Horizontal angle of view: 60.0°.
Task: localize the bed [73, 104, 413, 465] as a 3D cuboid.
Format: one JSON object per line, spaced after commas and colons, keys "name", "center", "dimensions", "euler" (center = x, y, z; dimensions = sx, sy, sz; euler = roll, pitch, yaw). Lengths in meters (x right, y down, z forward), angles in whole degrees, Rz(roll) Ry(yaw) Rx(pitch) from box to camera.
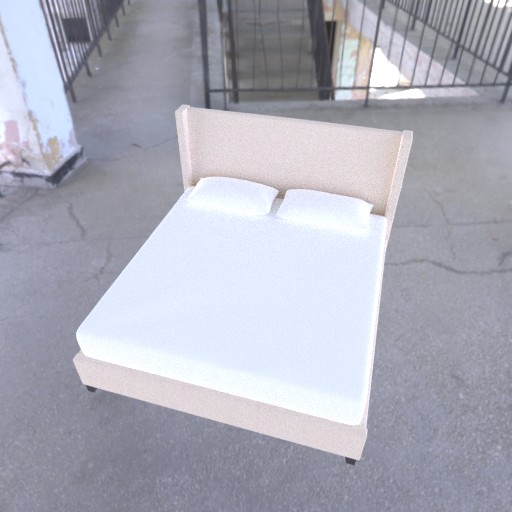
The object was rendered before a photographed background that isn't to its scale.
{"name": "bed", "center": [0.000, 0.000, 3.655], "dimensions": [2.145, 1.471, 2.293], "euler": [11, 41, 12]}
